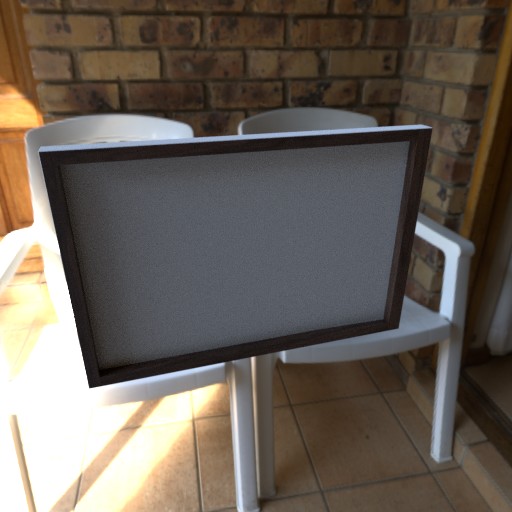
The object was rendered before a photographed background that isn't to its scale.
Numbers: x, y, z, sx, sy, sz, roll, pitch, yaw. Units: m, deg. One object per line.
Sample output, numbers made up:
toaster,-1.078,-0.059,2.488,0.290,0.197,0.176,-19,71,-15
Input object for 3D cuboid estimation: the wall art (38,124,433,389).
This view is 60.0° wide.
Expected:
wall art,0.000,0.000,1.148,0.914,0.610,0.050,-8,27,-15
